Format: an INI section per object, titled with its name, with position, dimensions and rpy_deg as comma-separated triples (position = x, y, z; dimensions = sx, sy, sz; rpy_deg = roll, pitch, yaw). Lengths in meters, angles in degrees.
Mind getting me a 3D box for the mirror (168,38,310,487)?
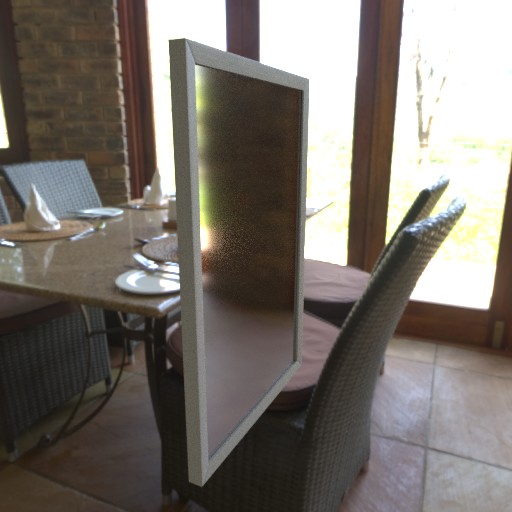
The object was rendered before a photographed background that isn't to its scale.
[mirror]
position = 0.000, 0.000, 1.139
dimensions = 0.040, 0.915, 0.609
rpy_deg = 7, 17, 26
